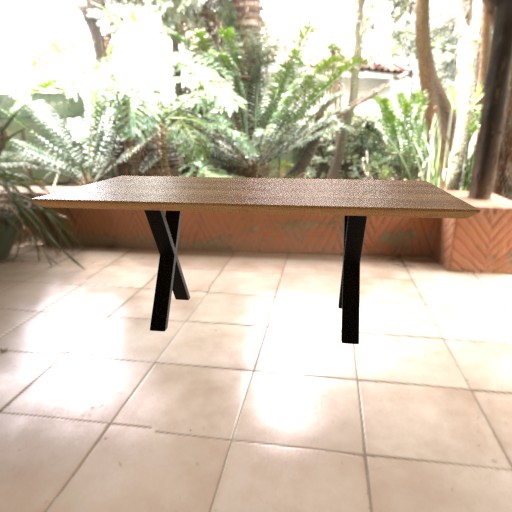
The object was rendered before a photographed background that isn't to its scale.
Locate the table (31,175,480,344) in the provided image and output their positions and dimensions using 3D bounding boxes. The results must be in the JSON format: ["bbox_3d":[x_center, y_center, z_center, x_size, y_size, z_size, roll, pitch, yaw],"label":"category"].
[{"bbox_3d":[0.000,0.000,2.533,2.000,0.770,1.000,2,17,8],"label":"table"}]
